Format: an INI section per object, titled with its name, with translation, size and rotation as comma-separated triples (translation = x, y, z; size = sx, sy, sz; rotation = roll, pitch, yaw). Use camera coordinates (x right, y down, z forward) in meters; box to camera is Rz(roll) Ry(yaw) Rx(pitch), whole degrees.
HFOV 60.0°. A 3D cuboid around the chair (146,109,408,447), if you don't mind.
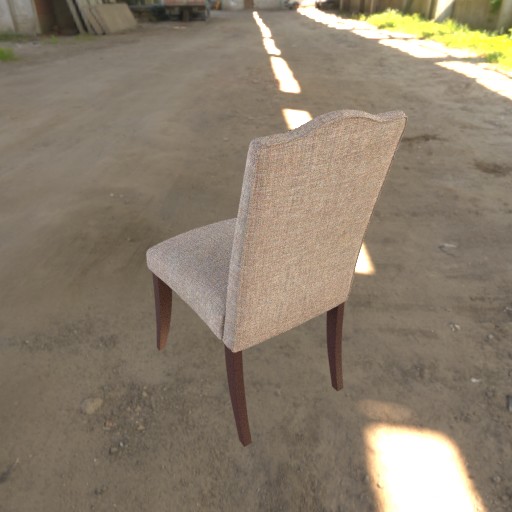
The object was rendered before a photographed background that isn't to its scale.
[chair]
translation = 0.000, 0.000, 1.403
size = 0.513, 1.016, 0.660
rotation = -20, 36, -29
